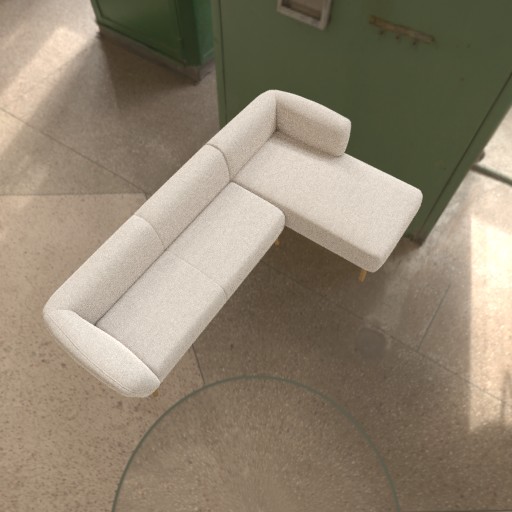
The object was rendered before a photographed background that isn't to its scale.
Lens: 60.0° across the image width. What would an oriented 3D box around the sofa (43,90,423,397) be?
[{"bbox_3d":[0.000,0.000,3.285,1.610,0.730,2.660,31,64,17],"label":"sofa"}]
